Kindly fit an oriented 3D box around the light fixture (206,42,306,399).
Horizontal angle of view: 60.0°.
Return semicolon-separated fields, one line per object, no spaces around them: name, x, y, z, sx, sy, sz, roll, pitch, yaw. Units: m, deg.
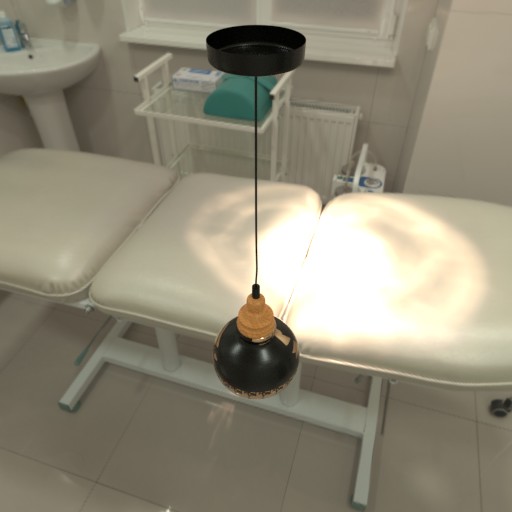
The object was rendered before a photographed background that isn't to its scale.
light fixture;0.000;0.000;1.756;0.430;1.606;0.430;12;43;13
